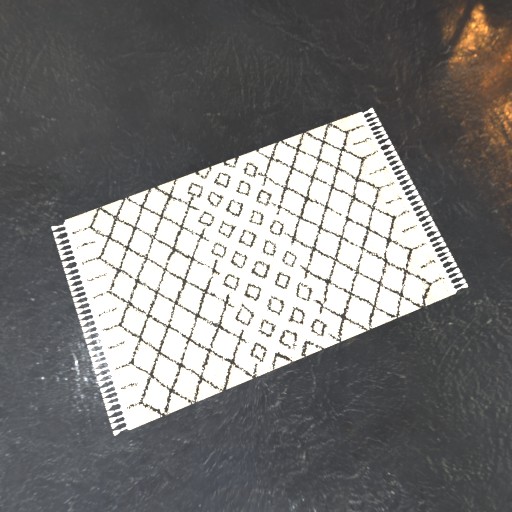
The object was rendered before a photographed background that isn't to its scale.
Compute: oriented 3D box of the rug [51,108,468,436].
[{"bbox_3d":[0.000,0.000,2.447,2.006,0.008,1.196,-21,76,-6],"label":"rug"}]
